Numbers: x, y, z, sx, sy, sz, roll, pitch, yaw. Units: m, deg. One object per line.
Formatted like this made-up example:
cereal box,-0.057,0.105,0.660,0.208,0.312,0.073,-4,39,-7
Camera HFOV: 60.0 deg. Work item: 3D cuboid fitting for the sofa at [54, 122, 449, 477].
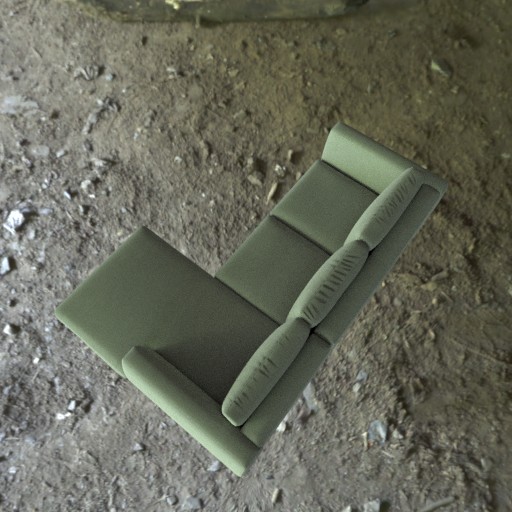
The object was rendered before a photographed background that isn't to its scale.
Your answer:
sofa,0.000,0.000,3.060,1.580,0.860,2.300,35,69,16
